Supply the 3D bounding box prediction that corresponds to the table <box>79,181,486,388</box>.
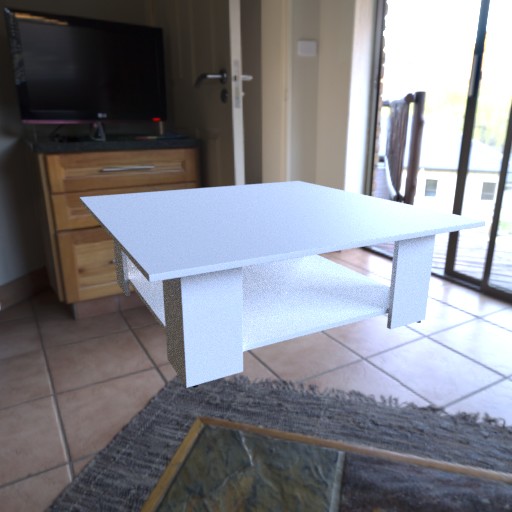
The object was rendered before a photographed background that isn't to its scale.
[{"bbox_3d":[0.000,0.000,1.379,0.890,0.305,0.890,-9,19,-27],"label":"table"}]
